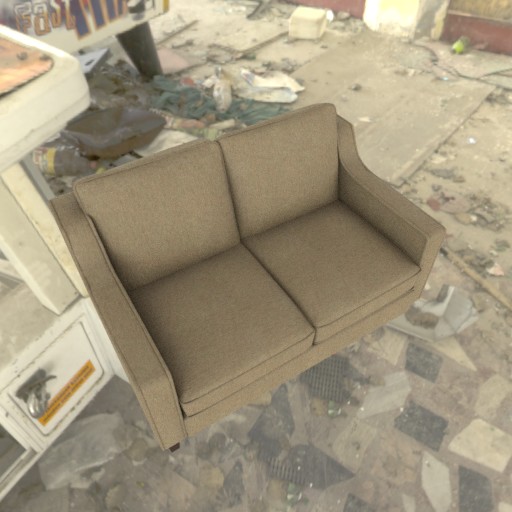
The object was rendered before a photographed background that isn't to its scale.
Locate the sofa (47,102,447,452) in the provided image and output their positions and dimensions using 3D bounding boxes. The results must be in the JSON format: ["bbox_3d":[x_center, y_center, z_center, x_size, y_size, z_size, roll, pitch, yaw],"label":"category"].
[{"bbox_3d":[0.000,0.000,2.121,1.503,0.981,0.985,-25,52,-21],"label":"sofa"}]
